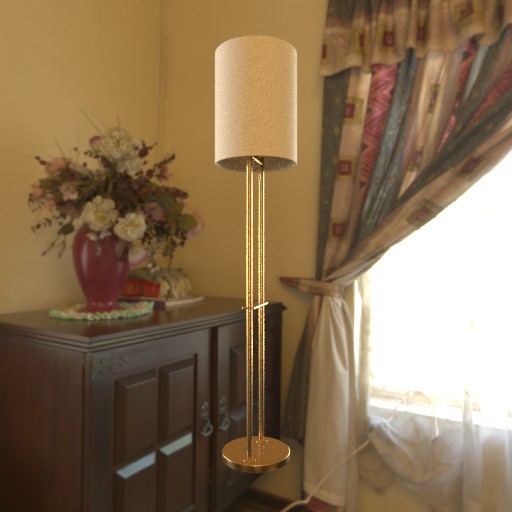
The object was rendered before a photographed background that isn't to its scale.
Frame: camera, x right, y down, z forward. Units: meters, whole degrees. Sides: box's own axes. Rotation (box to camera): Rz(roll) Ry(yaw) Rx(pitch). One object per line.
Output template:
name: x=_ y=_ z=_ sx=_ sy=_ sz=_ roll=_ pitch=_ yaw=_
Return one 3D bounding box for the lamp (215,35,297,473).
lamp: x=0.000 y=0.000 z=1.657 sx=0.305 sy=1.500 sz=0.306 roll=0 pitch=0 yaw=15
